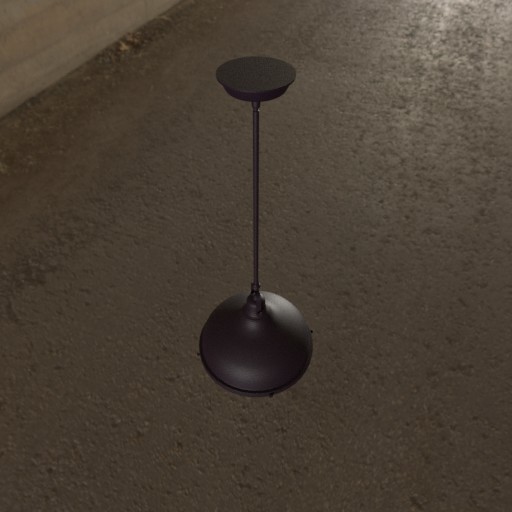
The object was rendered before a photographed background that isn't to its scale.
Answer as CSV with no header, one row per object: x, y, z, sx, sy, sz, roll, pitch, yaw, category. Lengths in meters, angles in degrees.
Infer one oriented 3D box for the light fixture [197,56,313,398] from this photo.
0.000,0.000,1.019,0.341,0.849,0.341,-10,47,-9,light fixture
